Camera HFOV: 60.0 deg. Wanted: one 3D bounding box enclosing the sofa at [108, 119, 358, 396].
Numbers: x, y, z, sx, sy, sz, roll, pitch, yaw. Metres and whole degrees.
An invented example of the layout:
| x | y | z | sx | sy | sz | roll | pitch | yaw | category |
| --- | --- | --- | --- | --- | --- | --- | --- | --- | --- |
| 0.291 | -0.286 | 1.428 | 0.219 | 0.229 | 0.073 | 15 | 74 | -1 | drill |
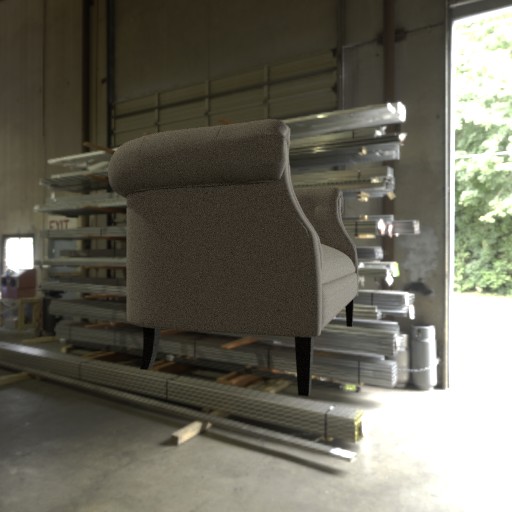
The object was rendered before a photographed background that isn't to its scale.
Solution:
| x | y | z | sx | sy | sz | roll | pitch | yaw | category |
| --- | --- | --- | --- | --- | --- | --- | --- | --- | --- |
| 0.000 | 0.000 | 2.072 | 0.835 | 0.827 | 1.558 | 0 | 0 | 18 | sofa |
